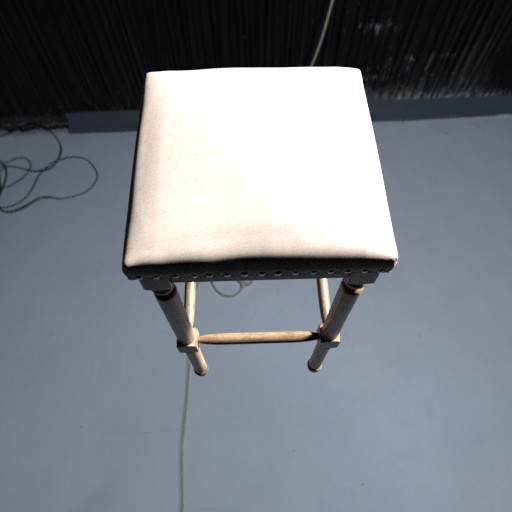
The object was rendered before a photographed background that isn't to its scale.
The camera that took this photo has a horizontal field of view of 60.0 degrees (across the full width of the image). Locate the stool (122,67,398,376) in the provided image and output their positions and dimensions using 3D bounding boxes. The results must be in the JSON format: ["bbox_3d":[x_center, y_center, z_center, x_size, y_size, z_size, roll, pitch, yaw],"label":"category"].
[{"bbox_3d":[0.000,0.000,0.981,0.382,0.768,0.383,-2,62,-1],"label":"stool"}]
